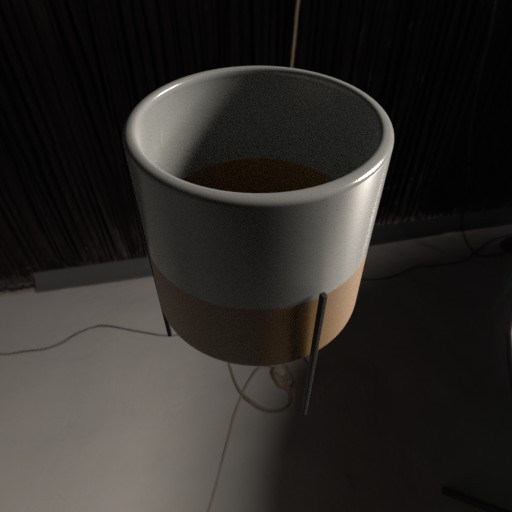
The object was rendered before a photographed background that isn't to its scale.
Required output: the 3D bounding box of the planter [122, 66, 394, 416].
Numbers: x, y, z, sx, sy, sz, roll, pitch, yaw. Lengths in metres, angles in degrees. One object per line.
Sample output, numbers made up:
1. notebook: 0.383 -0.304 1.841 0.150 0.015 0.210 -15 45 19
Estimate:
1. planter: 0.000 0.000 0.647 0.310 0.432 0.310 -9 46 -9
